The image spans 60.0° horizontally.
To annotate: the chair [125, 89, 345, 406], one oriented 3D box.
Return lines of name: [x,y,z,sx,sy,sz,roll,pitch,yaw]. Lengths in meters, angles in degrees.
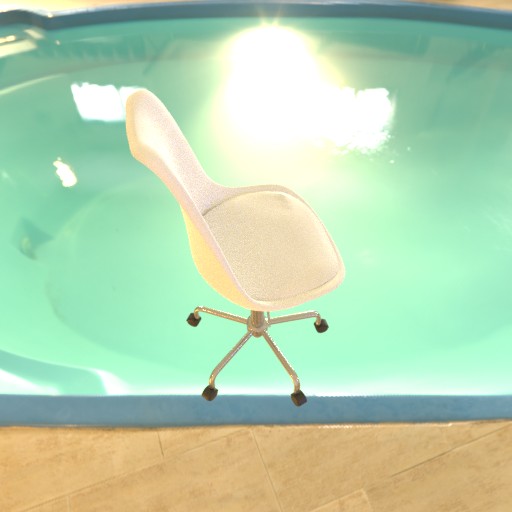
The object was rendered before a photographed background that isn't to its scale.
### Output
chair: [0.000,0.000,1.280,0.550,0.930,0.550,-11,47,-10]
